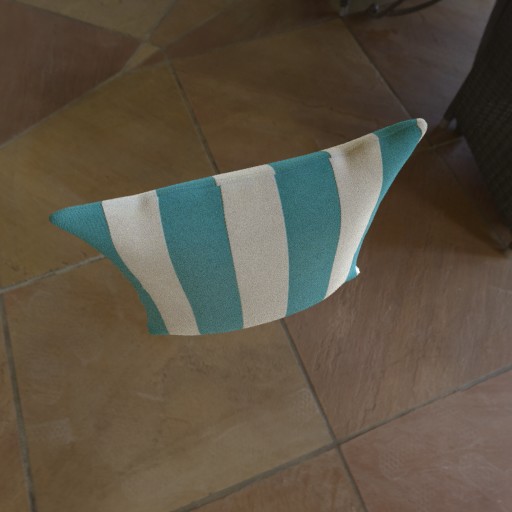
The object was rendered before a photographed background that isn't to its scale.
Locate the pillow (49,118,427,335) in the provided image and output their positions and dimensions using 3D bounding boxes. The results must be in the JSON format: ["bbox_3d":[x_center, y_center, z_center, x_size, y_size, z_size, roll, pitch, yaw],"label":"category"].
[{"bbox_3d":[0.000,0.000,0.816,0.536,0.526,0.189,-17,65,-8],"label":"pillow"}]
